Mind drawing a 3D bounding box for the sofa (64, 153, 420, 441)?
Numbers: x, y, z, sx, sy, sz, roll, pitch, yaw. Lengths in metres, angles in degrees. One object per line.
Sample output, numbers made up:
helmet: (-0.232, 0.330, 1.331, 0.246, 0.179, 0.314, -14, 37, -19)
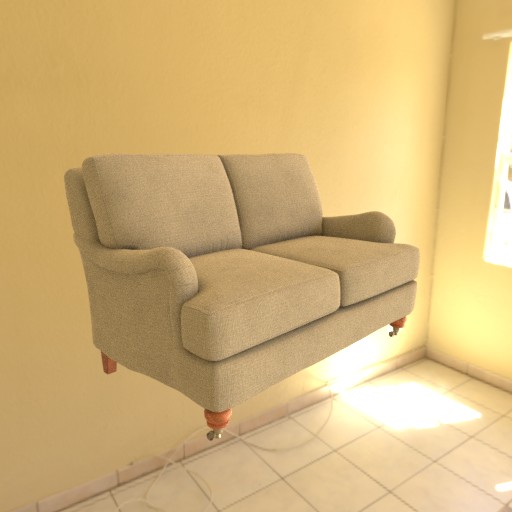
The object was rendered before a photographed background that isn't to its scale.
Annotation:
sofa: (0.000, 0.000, 2.206, 1.480, 0.999, 1.087, -13, 18, -43)
